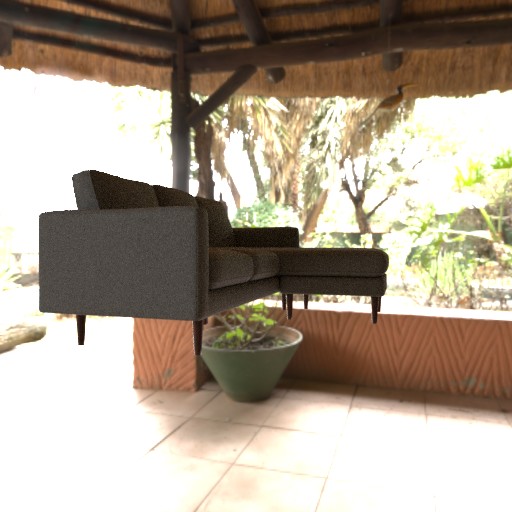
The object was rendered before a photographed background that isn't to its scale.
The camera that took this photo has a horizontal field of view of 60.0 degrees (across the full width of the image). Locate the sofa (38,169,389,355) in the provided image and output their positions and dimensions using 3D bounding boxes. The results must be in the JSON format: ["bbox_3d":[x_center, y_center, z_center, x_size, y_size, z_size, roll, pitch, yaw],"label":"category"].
[{"bbox_3d":[0.000,0.000,2.966,1.667,0.957,2.055,0,1,18],"label":"sofa"}]
